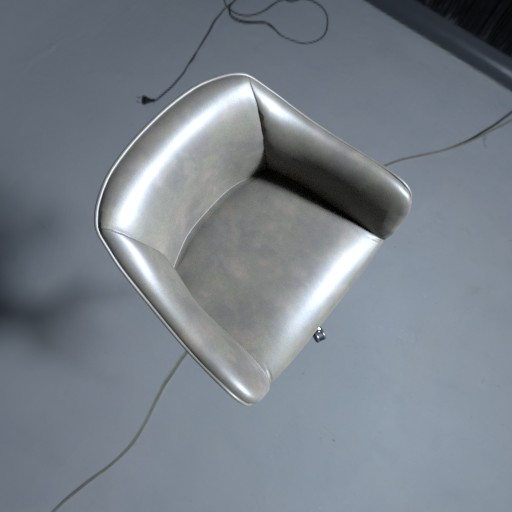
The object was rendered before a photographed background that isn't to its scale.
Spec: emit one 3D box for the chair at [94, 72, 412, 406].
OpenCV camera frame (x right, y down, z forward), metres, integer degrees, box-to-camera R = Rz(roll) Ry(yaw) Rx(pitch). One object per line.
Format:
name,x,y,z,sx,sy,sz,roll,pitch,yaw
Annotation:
chair,0.000,0.000,1.355,0.689,0.827,0.713,39,79,9
